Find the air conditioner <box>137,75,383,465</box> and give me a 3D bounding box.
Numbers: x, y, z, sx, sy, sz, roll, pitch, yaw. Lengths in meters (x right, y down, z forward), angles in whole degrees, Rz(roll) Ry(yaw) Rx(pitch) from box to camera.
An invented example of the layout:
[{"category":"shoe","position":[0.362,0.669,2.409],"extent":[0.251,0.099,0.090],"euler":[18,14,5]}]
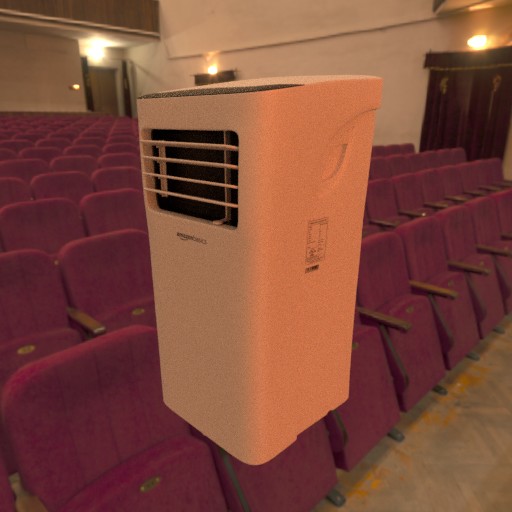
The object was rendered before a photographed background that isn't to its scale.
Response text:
[{"category":"air conditioner","position":[0.000,0.000,0.927],"extent":[0.352,0.716,0.369],"euler":[16,23,42]}]
